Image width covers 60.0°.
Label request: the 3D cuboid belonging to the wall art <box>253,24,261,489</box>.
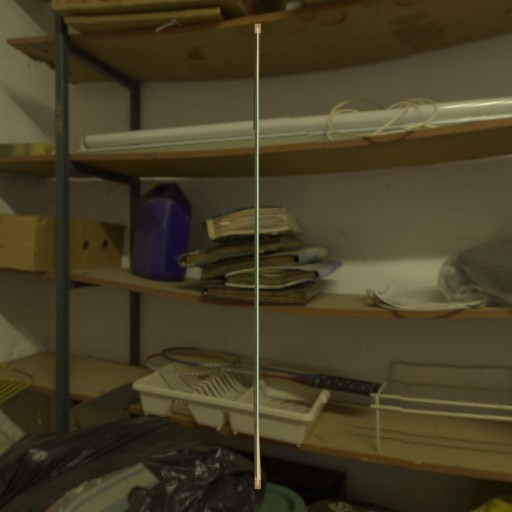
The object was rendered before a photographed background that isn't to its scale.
[{"bbox_3d":[0.000,0.000,1.348,0.013,1.016,0.758,0,0,-1],"label":"wall art"}]
